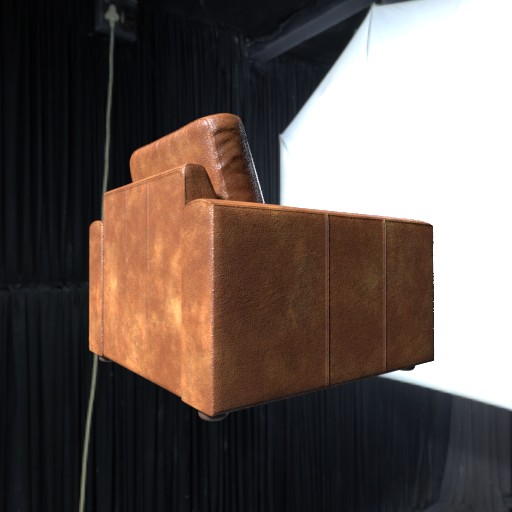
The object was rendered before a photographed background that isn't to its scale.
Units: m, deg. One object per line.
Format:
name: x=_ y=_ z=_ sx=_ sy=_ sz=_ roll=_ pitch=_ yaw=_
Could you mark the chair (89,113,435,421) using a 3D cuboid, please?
chair: x=0.000 y=0.000 z=1.773 sx=1.016 sy=0.873 sz=1.005 roll=0 pitch=0 yaw=-37
